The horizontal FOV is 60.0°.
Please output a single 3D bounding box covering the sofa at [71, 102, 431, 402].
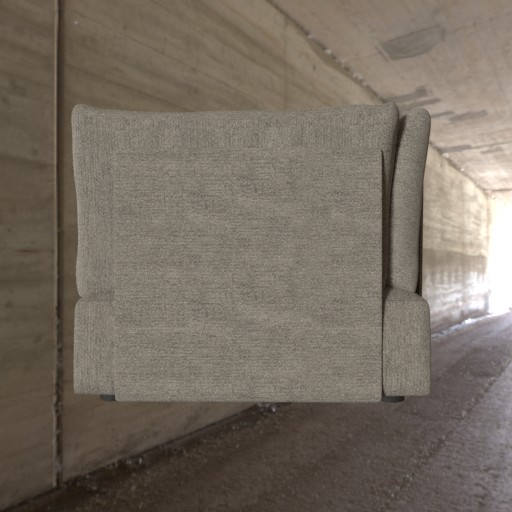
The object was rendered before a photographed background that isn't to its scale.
[{"bbox_3d":[0.000,0.000,1.655,1.000,0.820,1.000,0,0,1],"label":"sofa"}]
